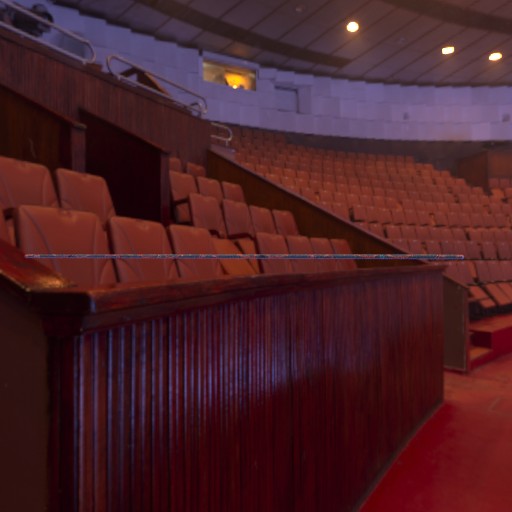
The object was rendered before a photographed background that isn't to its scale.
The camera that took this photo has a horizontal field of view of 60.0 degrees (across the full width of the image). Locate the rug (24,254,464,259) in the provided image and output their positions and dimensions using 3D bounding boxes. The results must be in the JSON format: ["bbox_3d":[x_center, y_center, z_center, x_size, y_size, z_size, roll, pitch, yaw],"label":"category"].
[{"bbox_3d":[0.000,0.000,2.319,1.836,0.014,1.216,0,0,18],"label":"rug"}]
